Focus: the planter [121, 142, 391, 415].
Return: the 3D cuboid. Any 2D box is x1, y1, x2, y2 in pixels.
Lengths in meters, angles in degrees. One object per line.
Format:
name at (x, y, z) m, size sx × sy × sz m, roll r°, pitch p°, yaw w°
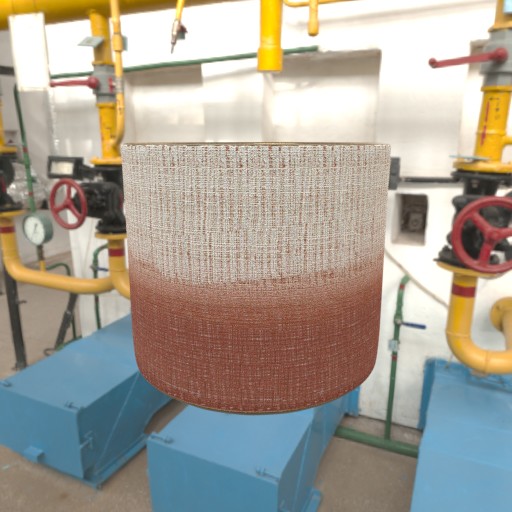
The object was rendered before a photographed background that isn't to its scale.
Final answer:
planter at (0.000, 0.000, 0.318) m, size 0.178 × 0.157 × 0.178 m, roll 0°, pitch 15°, yaw 0°
